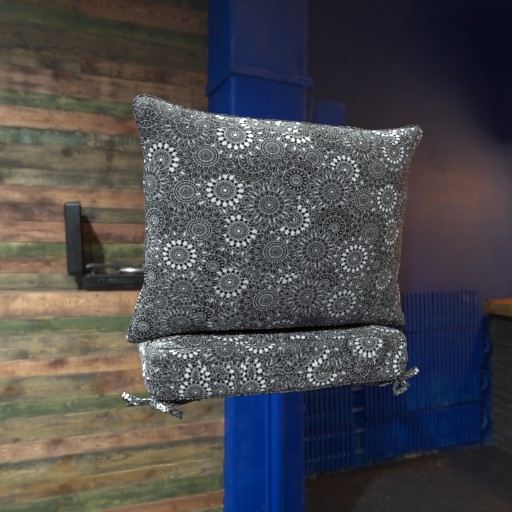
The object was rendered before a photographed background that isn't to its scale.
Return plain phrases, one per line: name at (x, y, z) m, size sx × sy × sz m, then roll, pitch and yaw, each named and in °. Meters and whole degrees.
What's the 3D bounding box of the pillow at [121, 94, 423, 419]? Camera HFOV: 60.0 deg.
pillow at (0.000, 0.000, 1.368) m, size 0.798 × 0.722 × 0.740 m, roll 0°, pitch 0°, yaw -17°
